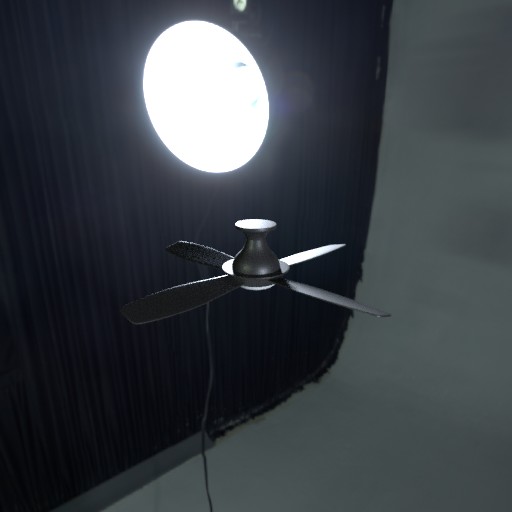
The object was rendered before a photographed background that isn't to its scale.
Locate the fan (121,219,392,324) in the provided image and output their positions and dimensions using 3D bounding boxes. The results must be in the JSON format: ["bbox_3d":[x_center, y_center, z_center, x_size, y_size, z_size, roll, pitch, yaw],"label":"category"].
[{"bbox_3d":[0.000,0.000,2.573,1.694,0.382,1.694,16,24,42],"label":"fan"}]
